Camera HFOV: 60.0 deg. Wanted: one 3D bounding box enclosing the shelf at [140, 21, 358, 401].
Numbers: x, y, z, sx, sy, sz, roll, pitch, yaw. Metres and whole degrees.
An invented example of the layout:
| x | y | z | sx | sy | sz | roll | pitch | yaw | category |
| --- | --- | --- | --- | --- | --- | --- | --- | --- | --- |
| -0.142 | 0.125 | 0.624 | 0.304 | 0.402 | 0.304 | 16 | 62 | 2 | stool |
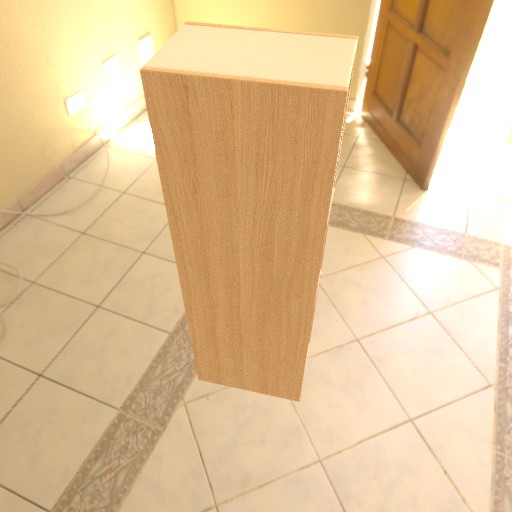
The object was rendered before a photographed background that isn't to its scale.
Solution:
| x | y | z | sx | sy | sz | roll | pitch | yaw | category |
| --- | --- | --- | --- | --- | --- | --- | --- | --- | --- |
| 0.000 | 0.000 | 0.981 | 0.290 | 0.882 | 0.197 | 10 | 47 | 9 | shelf |
